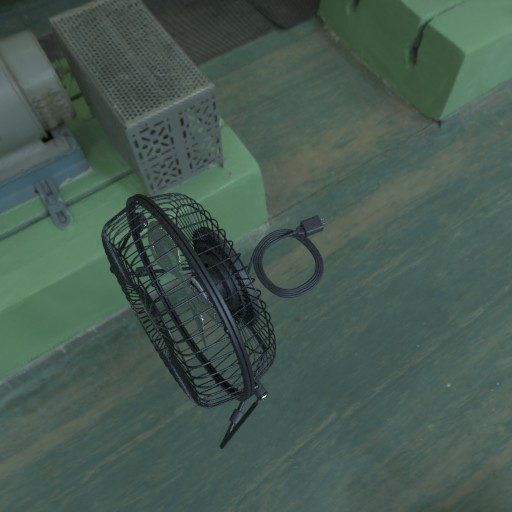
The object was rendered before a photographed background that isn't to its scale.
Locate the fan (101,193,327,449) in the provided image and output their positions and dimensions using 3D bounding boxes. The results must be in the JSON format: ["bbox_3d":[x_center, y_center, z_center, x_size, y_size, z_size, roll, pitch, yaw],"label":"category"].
[{"bbox_3d":[0.000,0.000,0.379,0.227,0.188,0.209,-33,69,-14],"label":"fan"}]
